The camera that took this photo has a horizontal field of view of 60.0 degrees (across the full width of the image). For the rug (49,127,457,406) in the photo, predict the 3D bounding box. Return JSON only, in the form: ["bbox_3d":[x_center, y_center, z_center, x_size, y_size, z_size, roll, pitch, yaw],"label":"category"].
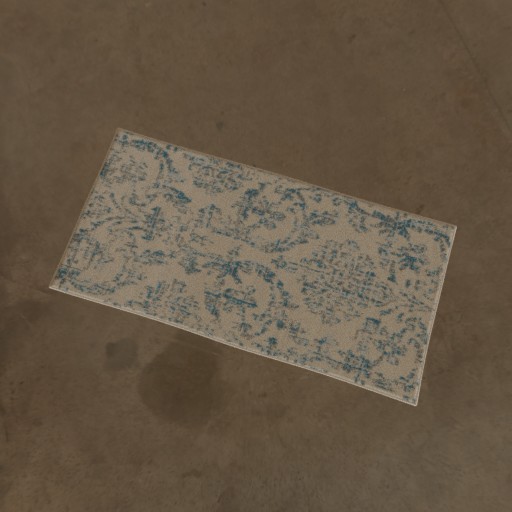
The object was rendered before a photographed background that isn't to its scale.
[{"bbox_3d":[0.000,0.000,1.459,1.220,0.007,0.605,17,77,4],"label":"rug"}]
